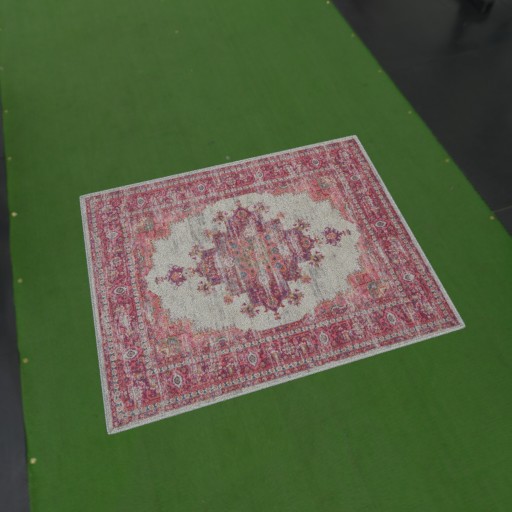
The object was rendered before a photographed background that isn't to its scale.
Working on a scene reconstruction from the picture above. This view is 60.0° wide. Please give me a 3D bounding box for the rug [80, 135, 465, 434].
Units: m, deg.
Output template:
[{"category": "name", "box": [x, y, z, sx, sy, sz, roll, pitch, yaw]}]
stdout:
[{"category": "rug", "box": [0.000, 0.000, 4.257, 3.123, 0.017, 2.447, -14, 60, -8]}]
